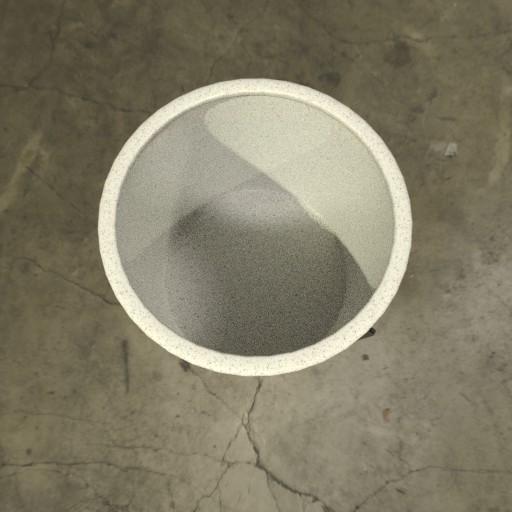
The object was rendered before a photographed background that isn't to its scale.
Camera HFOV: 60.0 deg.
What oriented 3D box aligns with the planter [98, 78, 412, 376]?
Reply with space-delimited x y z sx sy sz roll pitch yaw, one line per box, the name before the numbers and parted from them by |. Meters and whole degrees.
planter | 0.000 0.000 0.641 0.313 0.423 0.335 6 75 2
